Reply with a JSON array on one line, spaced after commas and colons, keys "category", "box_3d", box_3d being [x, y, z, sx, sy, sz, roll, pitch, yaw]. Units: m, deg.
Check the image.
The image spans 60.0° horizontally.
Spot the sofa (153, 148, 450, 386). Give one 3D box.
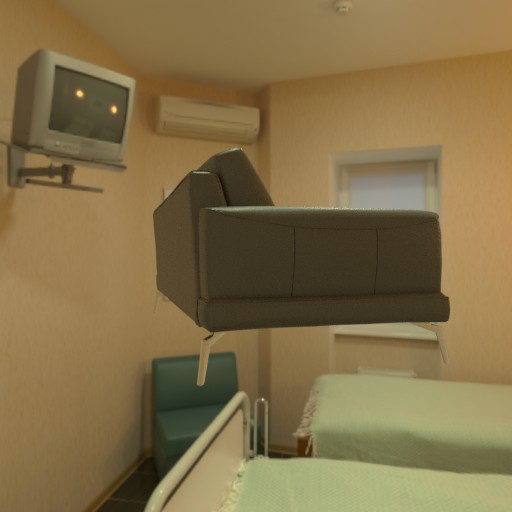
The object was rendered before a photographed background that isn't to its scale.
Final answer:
[{"category": "sofa", "box_3d": [0.000, 0.000, 2.757, 1.121, 0.930, 2.177, 0, 0, -17]}]
